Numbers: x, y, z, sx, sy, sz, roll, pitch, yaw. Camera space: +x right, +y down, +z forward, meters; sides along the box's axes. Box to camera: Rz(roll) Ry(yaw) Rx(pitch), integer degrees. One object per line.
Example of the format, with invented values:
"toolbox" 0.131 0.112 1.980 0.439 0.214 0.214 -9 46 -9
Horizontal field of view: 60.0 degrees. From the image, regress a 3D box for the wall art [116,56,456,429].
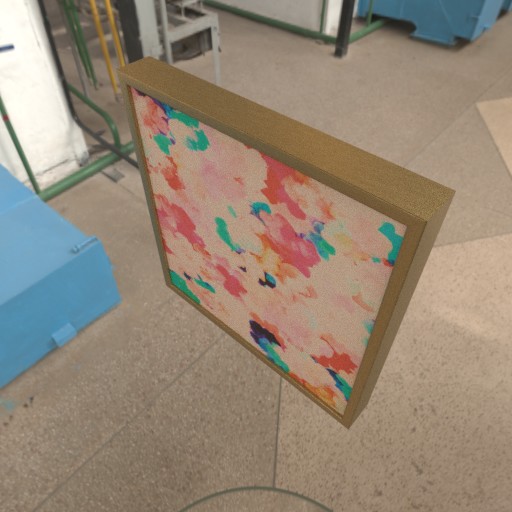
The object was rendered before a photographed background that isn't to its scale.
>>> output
"wall art" 0.000 0.000 0.449 0.304 0.305 0.038 33 55 27
